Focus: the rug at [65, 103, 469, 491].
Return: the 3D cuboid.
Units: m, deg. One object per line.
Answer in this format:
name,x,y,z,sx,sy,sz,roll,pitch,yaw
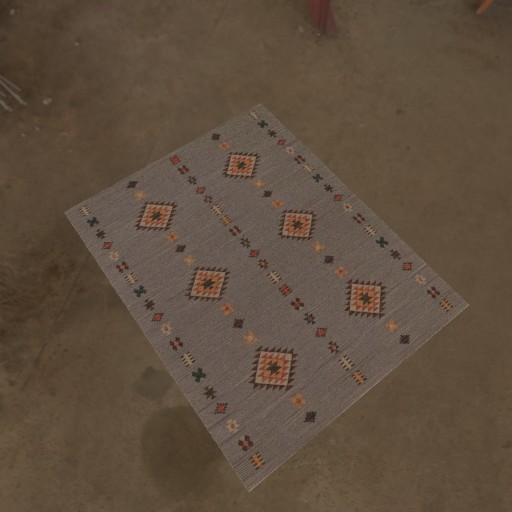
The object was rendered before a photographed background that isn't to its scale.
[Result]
rug,0.000,0.000,4.128,2.425,0.008,3.035,-34,68,-16
